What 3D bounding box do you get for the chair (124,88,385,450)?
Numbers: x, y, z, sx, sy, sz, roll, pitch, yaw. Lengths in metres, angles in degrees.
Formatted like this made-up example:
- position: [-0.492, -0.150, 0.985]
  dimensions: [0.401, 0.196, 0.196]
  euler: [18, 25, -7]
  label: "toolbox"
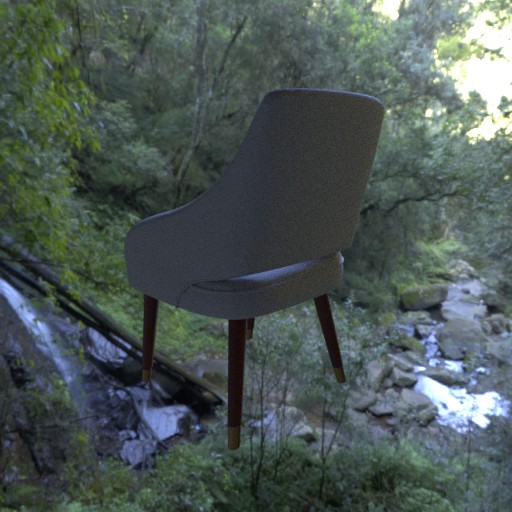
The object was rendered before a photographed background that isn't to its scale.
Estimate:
- position: [0.000, 0.000, 1.328]
  dimensions: [0.609, 0.889, 0.600]
  euler: [-14, 20, -42]
  label: "chair"
